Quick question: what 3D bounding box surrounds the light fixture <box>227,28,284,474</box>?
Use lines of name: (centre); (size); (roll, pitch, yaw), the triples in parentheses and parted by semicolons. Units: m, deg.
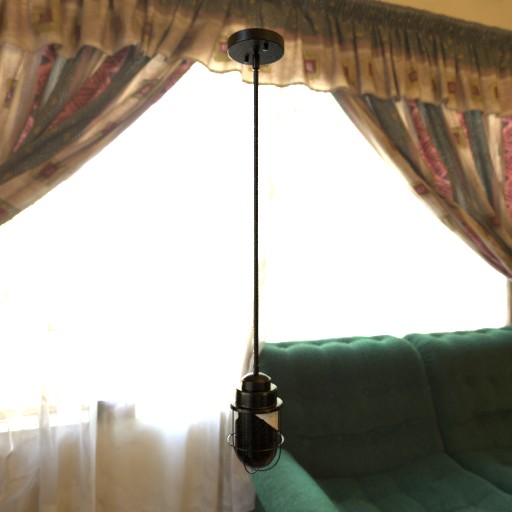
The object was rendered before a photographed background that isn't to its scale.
light fixture: (0.000, 0.000, 0.952); (0.123, 0.920, 0.123); (0, -1, -35)
